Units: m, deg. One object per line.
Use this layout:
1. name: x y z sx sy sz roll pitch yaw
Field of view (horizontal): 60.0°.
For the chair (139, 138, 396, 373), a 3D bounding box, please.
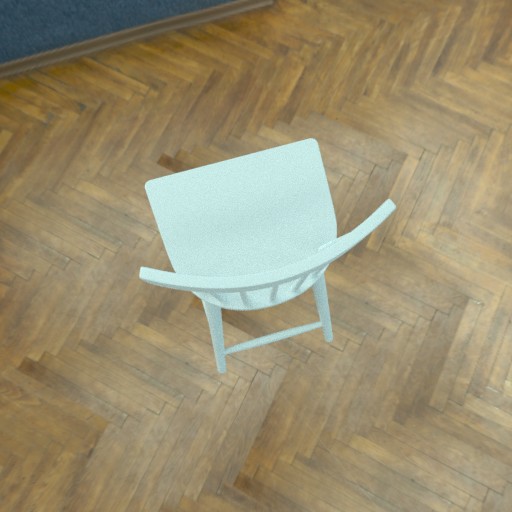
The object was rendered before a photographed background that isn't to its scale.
1. chair: 0.000 0.000 1.261 0.483 0.952 0.572 -16 77 -4
